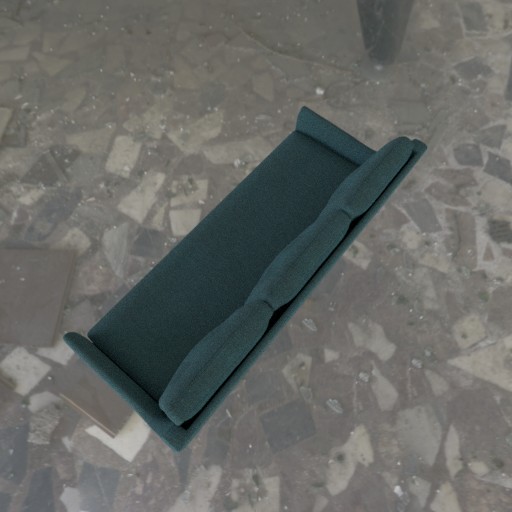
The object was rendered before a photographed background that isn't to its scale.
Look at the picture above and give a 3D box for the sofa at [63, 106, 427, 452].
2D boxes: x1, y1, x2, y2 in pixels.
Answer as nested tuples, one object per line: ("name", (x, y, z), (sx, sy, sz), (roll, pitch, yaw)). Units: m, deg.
("sofa", (0.000, 0.000, 2.537), (0.849, 0.837, 2.060), (36, 68, 17))
